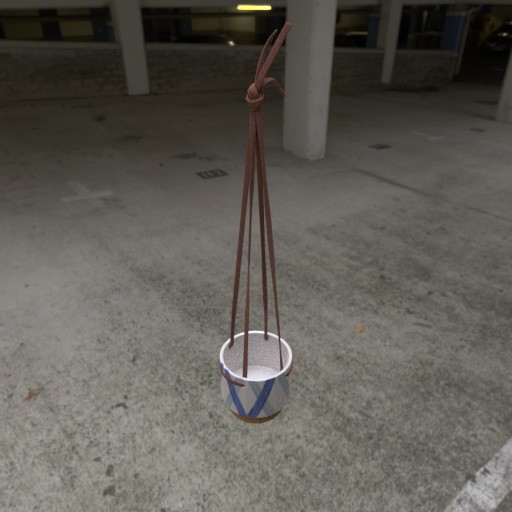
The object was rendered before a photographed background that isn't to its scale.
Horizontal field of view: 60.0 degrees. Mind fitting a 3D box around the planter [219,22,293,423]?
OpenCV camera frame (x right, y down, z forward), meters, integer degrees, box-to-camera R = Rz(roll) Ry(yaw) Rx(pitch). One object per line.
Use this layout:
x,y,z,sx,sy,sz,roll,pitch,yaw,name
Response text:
0.000,0.000,0.808,0.157,0.753,0.153,-21,36,-32,planter
